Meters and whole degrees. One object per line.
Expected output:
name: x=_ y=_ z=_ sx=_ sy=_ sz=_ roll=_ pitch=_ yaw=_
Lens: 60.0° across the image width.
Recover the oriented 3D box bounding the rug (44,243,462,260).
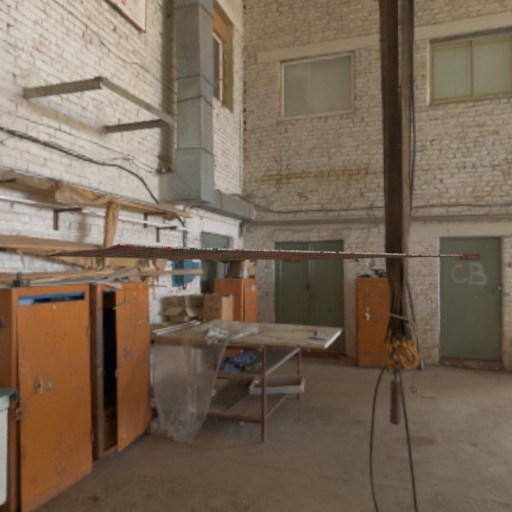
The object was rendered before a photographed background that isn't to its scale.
rug: x=0.000 y=0.000 z=2.320 sx=1.835 sy=0.017 sz=1.220 roll=1 pitch=-2 yaw=-35
